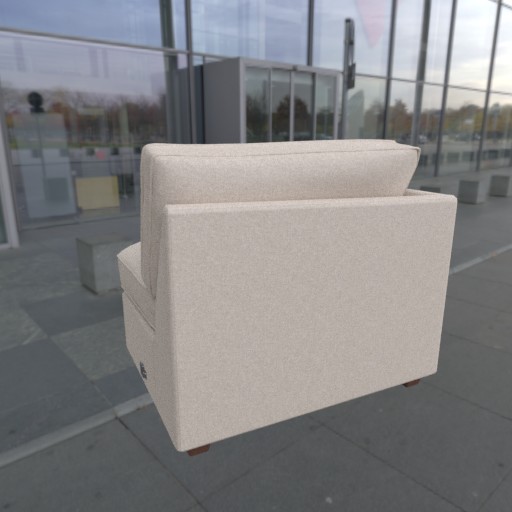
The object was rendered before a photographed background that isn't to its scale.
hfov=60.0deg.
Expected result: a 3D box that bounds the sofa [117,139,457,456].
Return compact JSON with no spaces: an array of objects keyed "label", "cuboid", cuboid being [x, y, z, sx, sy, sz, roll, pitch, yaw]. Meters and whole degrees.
[{"label":"sofa","cuboid":[0.000,0.000,1.826,1.042,0.937,1.050,-7,17,-25]}]
